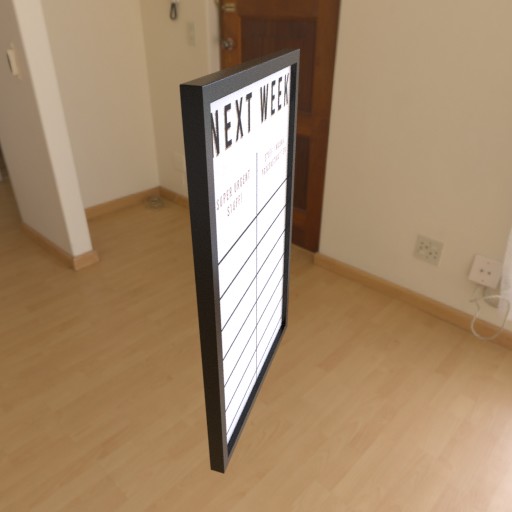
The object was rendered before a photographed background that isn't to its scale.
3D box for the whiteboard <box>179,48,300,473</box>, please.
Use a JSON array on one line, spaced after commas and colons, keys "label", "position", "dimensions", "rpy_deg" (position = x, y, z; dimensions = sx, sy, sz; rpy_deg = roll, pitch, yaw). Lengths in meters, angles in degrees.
[{"label": "whiteboard", "position": [0.000, 0.000, 0.754], "dimensions": [0.026, 0.611, 0.406], "rpy_deg": [9, 31, 16]}]
